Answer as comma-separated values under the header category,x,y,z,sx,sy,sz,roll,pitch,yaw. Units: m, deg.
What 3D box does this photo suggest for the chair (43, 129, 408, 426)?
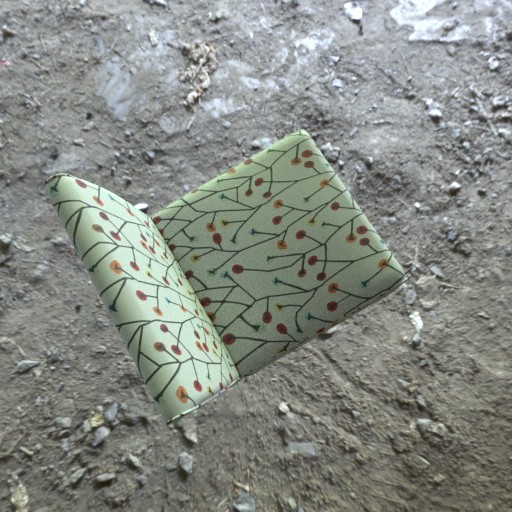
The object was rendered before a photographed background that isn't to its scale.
category,x,y,z,sx,sy,sz,roll,pitch,yaw
chair,0.000,0.000,1.311,0.732,0.813,0.597,-30,78,-7
